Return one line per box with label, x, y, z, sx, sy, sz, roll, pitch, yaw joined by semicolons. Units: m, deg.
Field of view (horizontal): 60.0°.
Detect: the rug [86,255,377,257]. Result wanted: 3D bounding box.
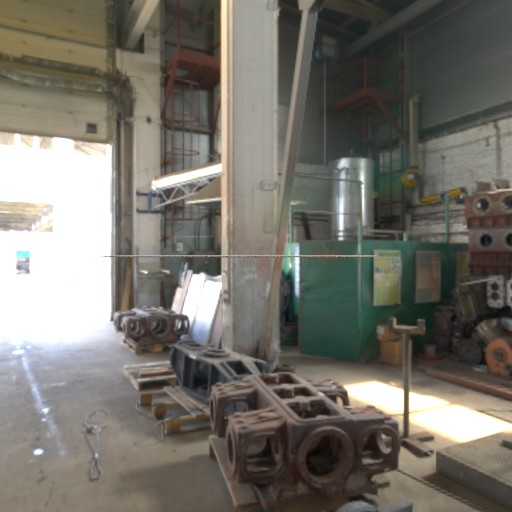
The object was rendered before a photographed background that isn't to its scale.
rug;0.000;0.000;2.942;1.520;0.006;2.432;0;0;18
